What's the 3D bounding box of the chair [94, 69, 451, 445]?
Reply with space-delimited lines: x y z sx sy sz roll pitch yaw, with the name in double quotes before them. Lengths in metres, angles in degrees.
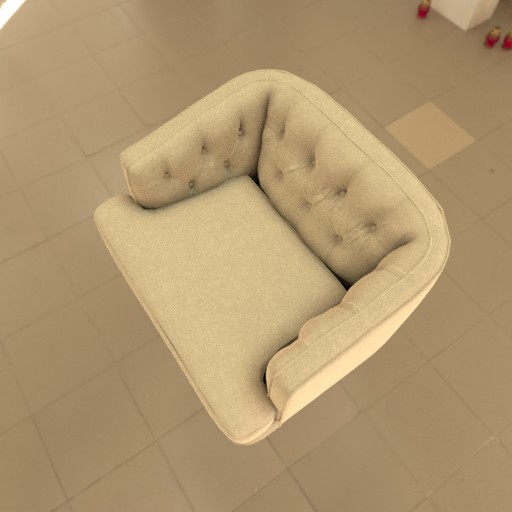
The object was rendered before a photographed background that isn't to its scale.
"chair" 0.000 0.000 1.756 0.941 0.852 1.104 -32 67 -15
